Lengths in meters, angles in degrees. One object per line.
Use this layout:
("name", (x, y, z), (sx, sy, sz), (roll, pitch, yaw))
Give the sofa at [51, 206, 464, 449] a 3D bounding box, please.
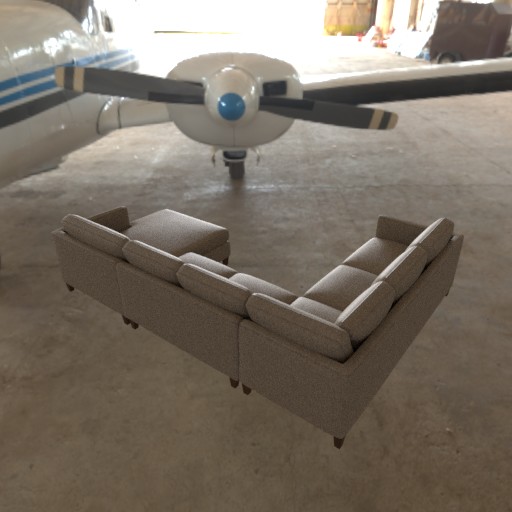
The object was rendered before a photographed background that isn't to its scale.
("sofa", (0.000, 0.000, 4.594), (3.403, 0.889, 2.551), (20, 35, 32))
